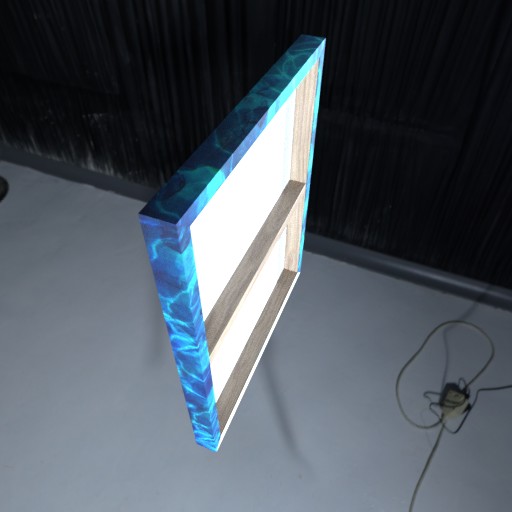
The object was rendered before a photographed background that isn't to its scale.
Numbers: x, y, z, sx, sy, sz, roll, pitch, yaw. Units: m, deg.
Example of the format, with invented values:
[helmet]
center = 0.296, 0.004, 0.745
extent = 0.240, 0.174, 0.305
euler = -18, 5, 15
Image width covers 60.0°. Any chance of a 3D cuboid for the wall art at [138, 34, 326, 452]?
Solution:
[wall art]
center = 0.000, 0.000, 0.690
extent = 0.038, 0.508, 0.432
euler = 17, 49, 15
